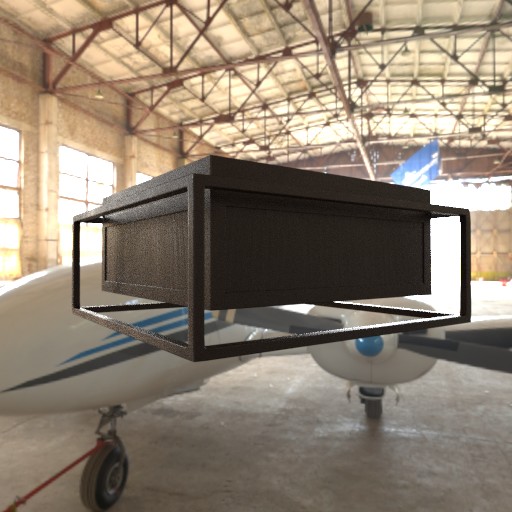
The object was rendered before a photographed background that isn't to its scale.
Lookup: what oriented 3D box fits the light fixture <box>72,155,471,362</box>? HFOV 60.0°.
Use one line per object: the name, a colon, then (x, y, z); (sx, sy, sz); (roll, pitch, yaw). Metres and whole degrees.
light fixture: (0.000, 0.000, 0.687); (0.441, 0.191, 0.441); (1, -1, -35)
